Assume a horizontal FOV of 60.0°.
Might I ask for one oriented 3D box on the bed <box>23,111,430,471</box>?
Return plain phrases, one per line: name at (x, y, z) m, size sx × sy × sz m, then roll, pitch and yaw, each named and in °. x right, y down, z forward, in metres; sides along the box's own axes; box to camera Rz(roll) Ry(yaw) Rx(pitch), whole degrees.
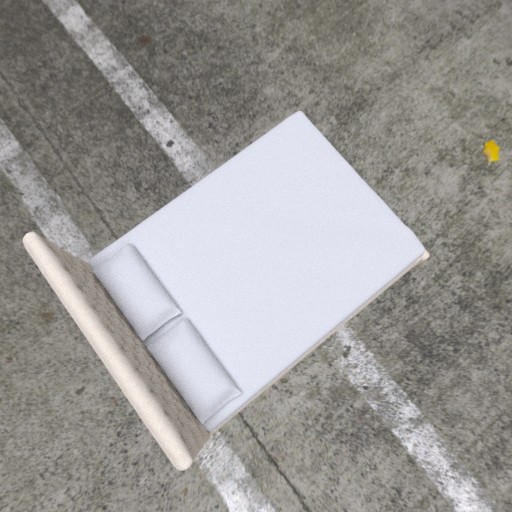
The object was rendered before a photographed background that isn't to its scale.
bed at (0.000, 0.000, 3.397) m, size 2.387 × 1.427 × 1.698 m, roll -37°, pitch 79°, yaw -9°
